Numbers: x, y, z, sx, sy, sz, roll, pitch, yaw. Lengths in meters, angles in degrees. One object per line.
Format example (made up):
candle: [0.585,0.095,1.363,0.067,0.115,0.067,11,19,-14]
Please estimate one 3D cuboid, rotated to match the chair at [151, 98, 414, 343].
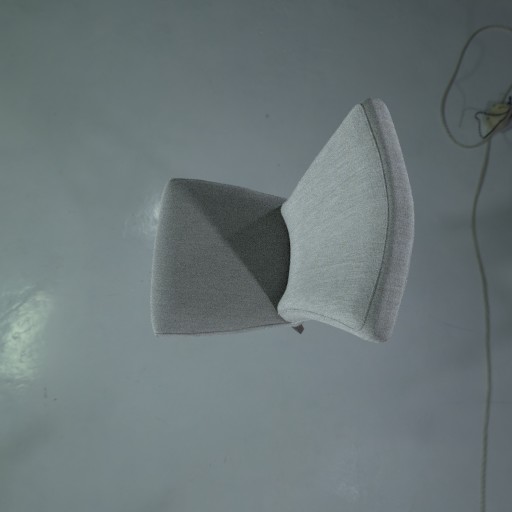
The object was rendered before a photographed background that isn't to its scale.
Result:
chair: [0.000,0.000,1.369,0.660,0.991,0.520,3,78,1]
